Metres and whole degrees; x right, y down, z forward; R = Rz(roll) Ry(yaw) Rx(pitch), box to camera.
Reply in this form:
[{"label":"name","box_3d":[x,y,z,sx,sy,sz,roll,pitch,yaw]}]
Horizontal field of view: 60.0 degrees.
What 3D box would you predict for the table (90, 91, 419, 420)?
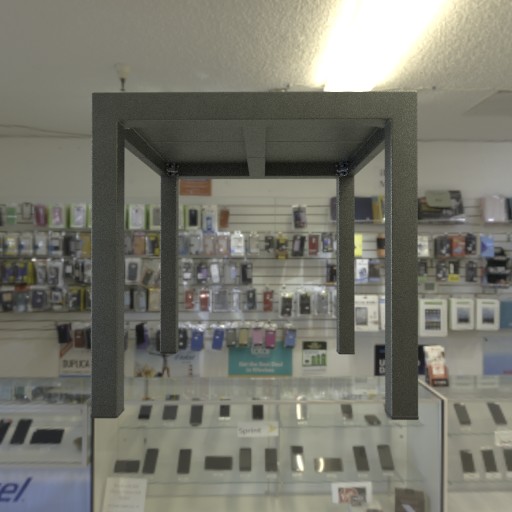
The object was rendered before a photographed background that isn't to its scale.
[{"label":"table","box_3d":[0.000,0.000,0.939,0.508,0.508,0.508,0,0,1]}]
